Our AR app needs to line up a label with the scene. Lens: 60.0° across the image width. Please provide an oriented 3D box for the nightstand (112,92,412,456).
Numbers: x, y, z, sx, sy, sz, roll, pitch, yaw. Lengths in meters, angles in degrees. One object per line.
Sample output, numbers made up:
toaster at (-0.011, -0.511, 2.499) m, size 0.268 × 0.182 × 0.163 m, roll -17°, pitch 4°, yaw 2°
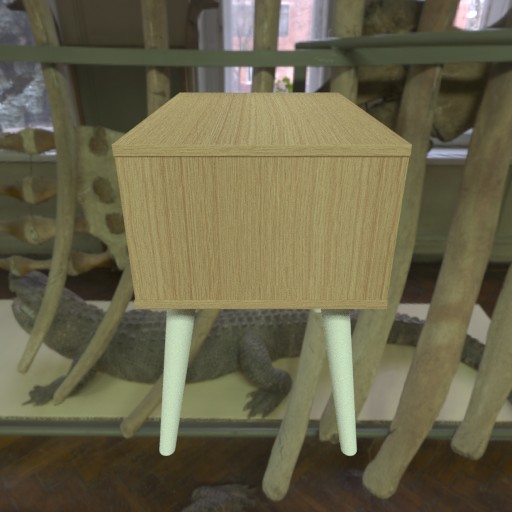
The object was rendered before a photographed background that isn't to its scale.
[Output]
nightstand at (0.000, 0.000, 0.968) m, size 0.407 × 0.610 × 0.571 m, roll 0°, pitch 27°, yaw 0°
